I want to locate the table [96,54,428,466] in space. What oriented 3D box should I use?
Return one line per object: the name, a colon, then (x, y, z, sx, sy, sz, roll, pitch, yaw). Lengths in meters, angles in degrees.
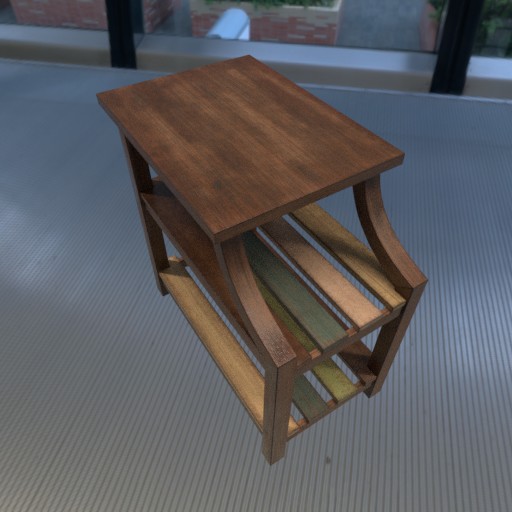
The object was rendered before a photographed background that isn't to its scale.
table: (0.000, 0.000, 0.966, 0.356, 0.584, 0.609, -25, 51, -22)
